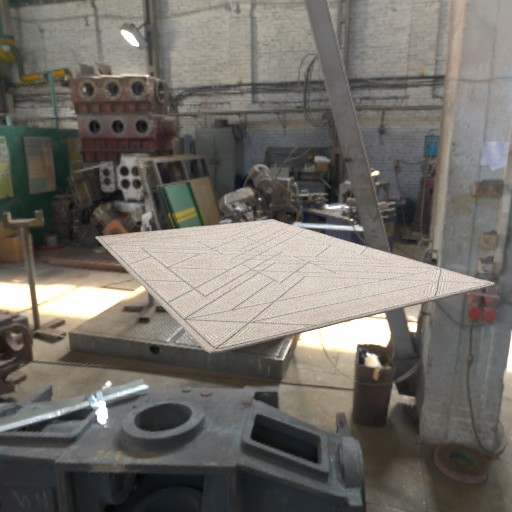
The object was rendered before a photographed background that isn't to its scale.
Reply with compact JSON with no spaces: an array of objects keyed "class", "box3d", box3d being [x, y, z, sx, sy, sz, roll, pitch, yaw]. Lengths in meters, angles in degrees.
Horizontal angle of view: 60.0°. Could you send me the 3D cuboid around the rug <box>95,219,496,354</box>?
[{"class":"rug","box3d":[0.000,0.000,4.320,2.436,0.026,3.381,-8,16,-28]}]
